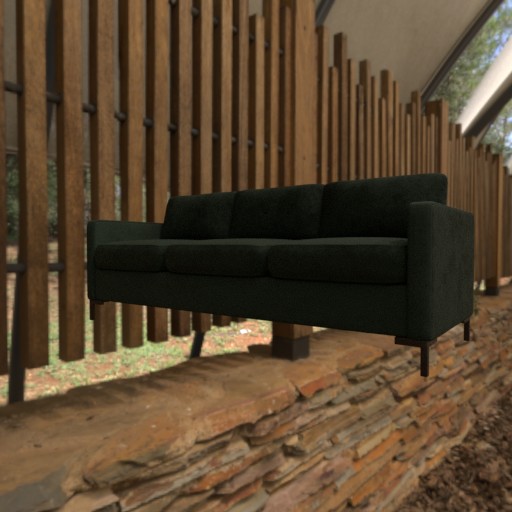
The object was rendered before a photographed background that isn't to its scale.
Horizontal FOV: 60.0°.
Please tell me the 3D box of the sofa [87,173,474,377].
[{"bbox_3d":[0.000,0.000,2.627,2.218,0.870,0.859,1,2,36],"label":"sofa"}]
